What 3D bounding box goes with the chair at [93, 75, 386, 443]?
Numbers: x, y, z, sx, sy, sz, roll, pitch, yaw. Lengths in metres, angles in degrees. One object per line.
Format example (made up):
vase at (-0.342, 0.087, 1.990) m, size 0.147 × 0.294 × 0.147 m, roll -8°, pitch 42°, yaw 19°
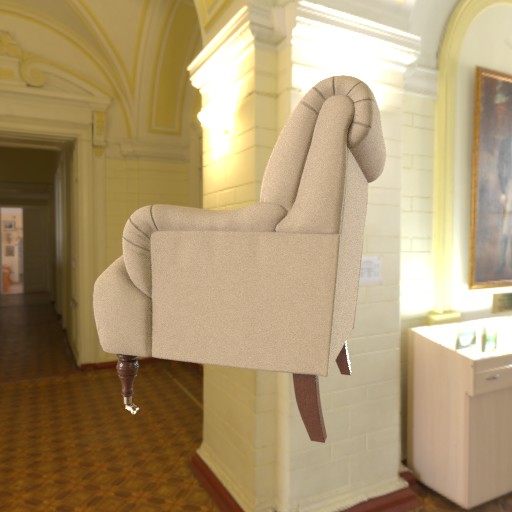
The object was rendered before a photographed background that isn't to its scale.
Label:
chair at (0.000, 0.000, 1.530) m, size 0.842 × 0.942 × 0.766 m, roll 1°, pitch 2°, yaw 18°
